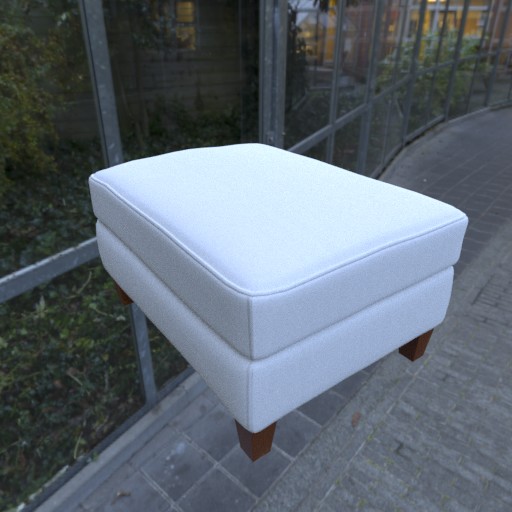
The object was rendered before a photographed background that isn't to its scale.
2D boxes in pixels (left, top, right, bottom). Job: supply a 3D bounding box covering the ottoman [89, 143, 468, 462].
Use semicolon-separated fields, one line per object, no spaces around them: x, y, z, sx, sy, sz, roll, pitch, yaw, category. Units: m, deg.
0.000;0.000;1.202;0.634;0.479;0.818;-19;33;-31;ottoman
